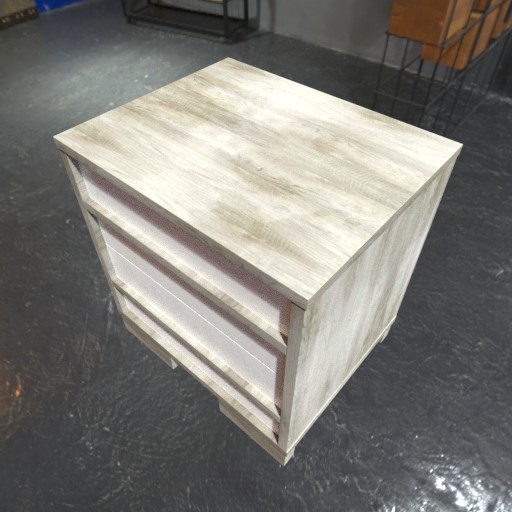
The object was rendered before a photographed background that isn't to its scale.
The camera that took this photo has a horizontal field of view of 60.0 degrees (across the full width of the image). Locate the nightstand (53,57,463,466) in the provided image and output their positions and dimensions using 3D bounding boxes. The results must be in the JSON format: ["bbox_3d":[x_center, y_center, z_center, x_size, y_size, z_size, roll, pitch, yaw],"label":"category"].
[{"bbox_3d":[0.000,0.000,0.753,0.427,0.448,0.347,32,54,27],"label":"nightstand"}]
